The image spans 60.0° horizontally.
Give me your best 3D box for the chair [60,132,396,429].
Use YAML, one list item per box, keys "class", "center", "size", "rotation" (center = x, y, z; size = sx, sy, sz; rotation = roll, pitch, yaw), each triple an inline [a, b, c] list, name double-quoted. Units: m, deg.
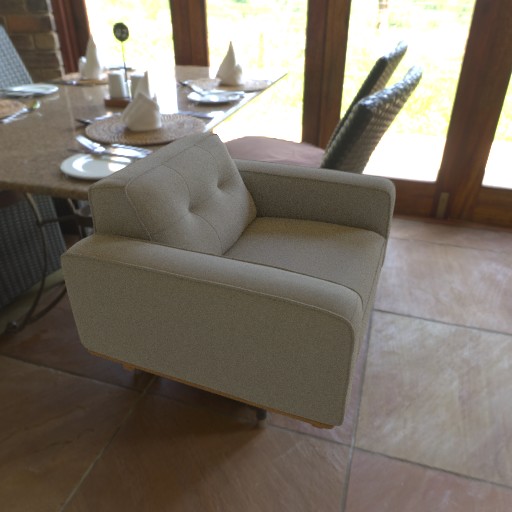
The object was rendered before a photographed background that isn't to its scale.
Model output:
- class: "chair"
  center: [0.000, 0.000, 1.774]
  size: [0.953, 0.779, 1.115]
  rotation: [11, 32, 18]
